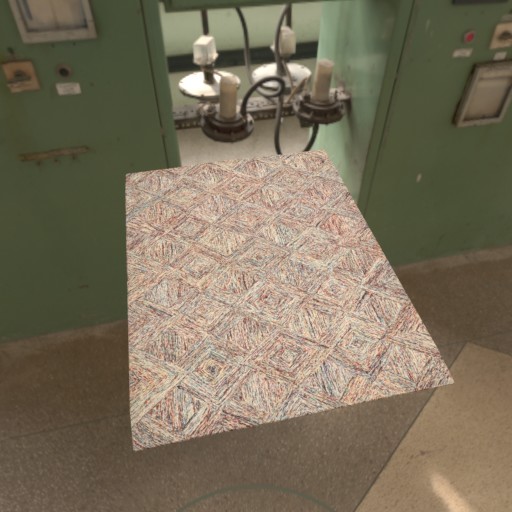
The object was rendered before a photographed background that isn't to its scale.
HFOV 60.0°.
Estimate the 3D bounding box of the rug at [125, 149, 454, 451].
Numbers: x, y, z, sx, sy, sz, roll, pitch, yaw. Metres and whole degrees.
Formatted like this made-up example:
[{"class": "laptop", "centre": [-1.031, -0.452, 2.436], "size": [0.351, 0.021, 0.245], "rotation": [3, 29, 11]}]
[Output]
[{"class": "rug", "centre": [0.000, 0.000, 4.269], "size": [2.436, 0.024, 3.226], "rotation": [-9, 48, -8]}]
